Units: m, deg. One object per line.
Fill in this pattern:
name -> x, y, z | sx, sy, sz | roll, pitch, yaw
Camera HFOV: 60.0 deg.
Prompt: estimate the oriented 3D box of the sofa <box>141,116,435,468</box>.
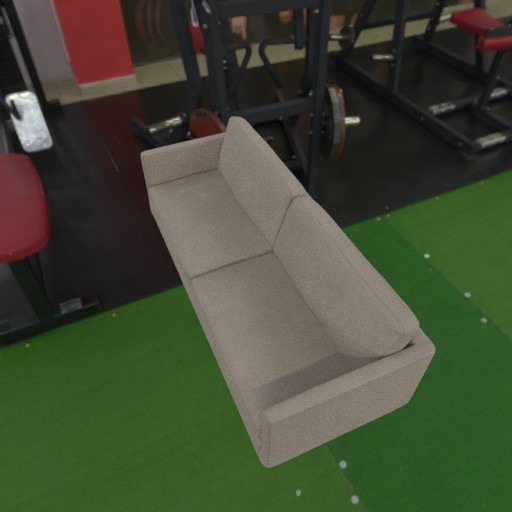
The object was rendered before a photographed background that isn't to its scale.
sofa -> 0.000, 0.000, 3.020 | 0.988, 0.912, 2.404 | -18, 48, -16
